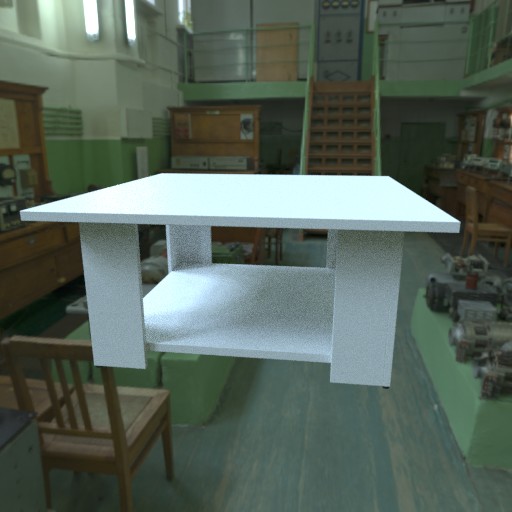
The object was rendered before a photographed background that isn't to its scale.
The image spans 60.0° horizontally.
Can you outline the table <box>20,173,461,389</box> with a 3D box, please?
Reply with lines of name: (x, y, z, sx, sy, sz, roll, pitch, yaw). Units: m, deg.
table: (0.000, 0.000, 1.026, 0.670, 0.305, 0.670, 2, 16, 7)
